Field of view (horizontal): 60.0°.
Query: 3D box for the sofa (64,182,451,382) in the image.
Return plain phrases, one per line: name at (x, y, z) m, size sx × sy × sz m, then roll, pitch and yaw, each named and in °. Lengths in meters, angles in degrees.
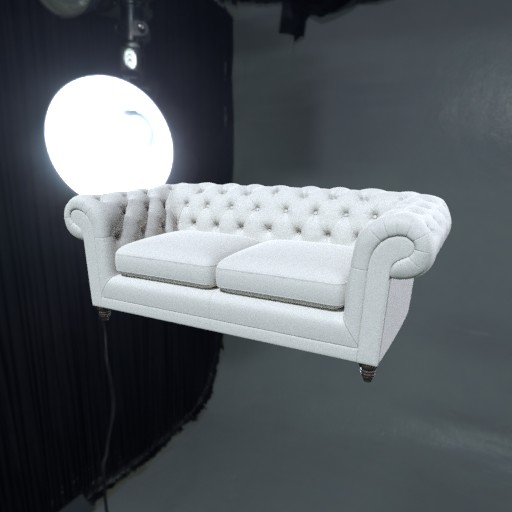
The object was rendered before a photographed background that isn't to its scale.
sofa at (0.000, 0.000, 2.549) m, size 1.998 × 0.764 × 0.986 m, roll 7°, pitch 15°, yaw 27°
